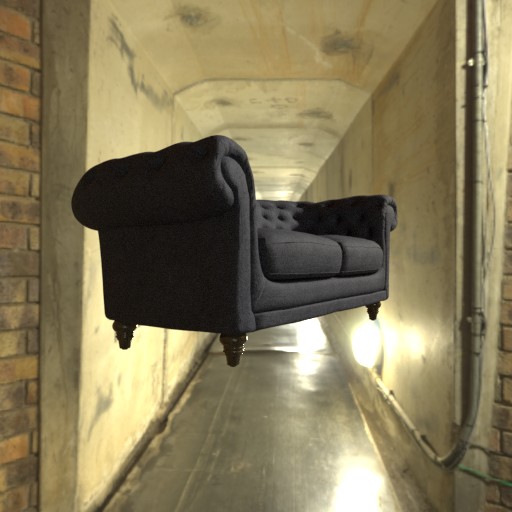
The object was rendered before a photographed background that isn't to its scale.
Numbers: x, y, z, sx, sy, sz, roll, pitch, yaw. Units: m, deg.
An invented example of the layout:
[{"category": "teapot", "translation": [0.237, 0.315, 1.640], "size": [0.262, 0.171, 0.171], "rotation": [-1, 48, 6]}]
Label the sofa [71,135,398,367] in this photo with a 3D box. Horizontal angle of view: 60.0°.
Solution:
[{"category": "sofa", "translation": [0.000, 0.000, 2.502], "size": [1.082, 0.833, 1.988], "rotation": [0, 0, 35]}]
